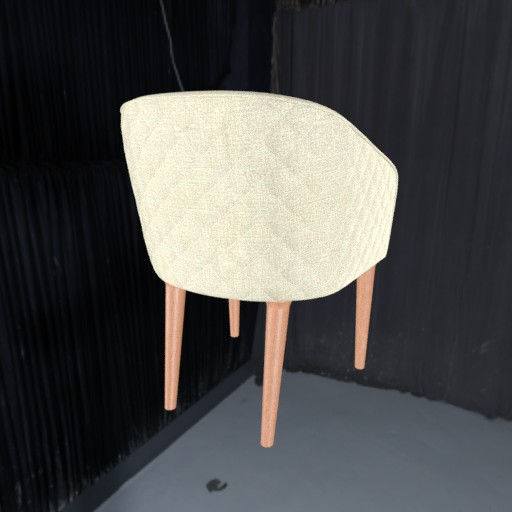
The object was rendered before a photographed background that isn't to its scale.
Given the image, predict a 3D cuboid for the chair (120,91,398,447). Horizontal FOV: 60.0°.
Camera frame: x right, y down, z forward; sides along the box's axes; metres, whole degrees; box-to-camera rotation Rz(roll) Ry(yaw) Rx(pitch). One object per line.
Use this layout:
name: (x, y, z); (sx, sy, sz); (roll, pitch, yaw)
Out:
chair: (0.000, 0.000, 1.178); (0.584, 0.775, 0.616); (8, 17, 29)
